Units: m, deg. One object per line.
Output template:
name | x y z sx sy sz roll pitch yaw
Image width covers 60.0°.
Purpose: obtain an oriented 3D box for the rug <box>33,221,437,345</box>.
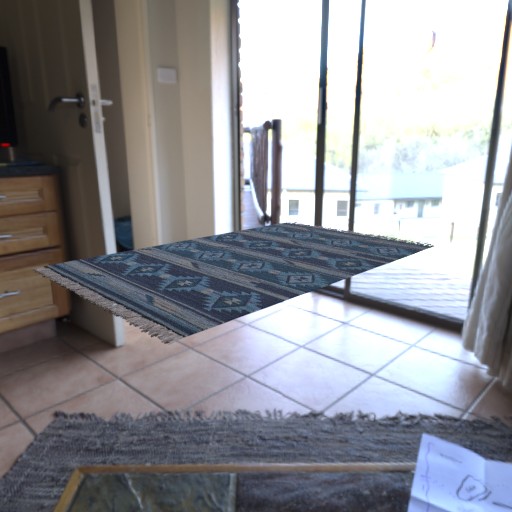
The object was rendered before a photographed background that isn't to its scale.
rug | 0.000 0.000 2.411 1.936 0.028 1.181 -14 20 -43
